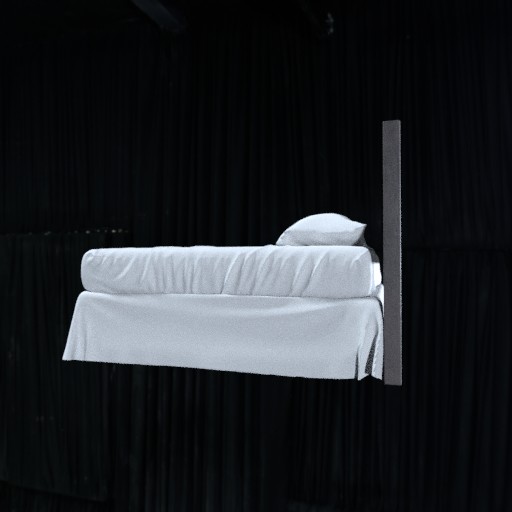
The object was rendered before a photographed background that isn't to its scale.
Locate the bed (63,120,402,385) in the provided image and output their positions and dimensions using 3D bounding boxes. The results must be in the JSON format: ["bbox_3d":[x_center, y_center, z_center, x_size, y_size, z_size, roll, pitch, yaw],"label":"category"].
[{"bbox_3d":[0.000,0.000,2.937,1.785,1.142,1.772,0,-1,17],"label":"bed"}]
